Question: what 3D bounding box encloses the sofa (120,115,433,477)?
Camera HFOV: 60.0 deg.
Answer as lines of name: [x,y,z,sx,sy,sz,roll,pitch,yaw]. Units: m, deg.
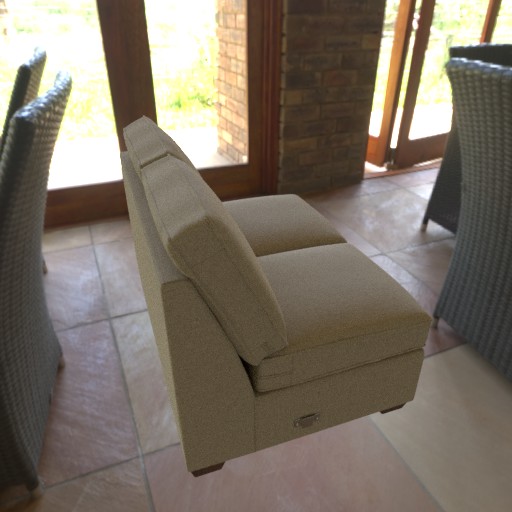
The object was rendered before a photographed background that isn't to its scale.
sofa: [0.000,0.000,1.922,0.951,1.008,1.237,-10,31,-17]
